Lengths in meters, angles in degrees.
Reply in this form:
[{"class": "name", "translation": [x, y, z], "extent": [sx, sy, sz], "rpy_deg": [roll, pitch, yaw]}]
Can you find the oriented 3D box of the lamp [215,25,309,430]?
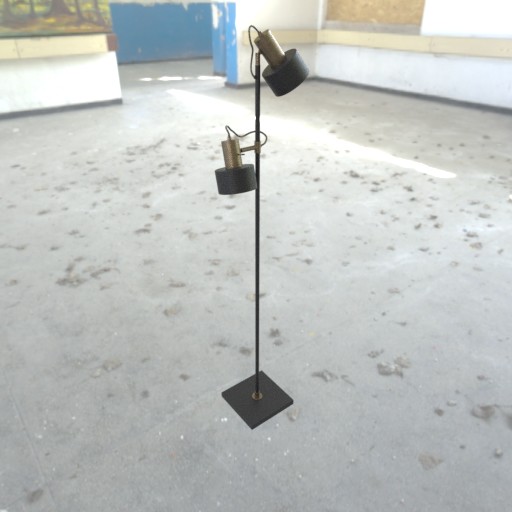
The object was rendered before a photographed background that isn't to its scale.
[{"class": "lamp", "translation": [0.000, 0.000, 1.626], "extent": [0.315, 1.505, 0.233], "rpy_deg": [-21, 36, -32]}]
